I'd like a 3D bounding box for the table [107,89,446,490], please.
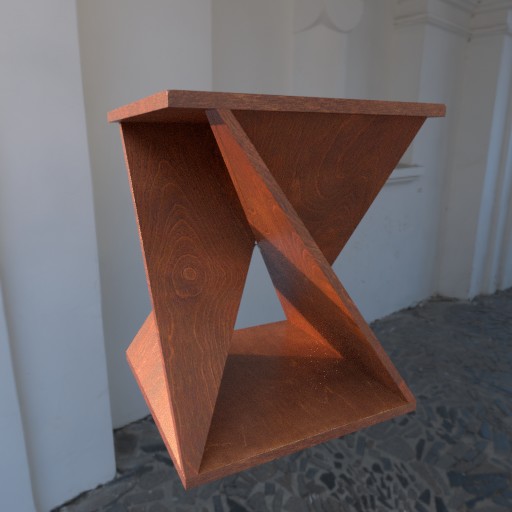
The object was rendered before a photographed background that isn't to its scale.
[{"bbox_3d":[0.000,0.000,0.823,0.427,0.520,0.427,-7,16,-25],"label":"table"}]
